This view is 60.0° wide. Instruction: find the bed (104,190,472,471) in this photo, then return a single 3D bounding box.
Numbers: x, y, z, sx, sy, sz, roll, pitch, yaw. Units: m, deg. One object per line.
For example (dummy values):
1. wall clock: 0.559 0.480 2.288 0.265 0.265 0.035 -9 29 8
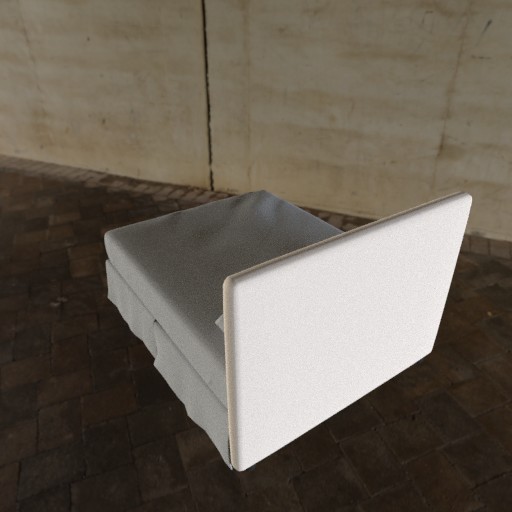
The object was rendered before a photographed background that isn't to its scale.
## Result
1. bed: 0.000 0.000 3.268 1.748 1.330 2.142 -20 36 -29
